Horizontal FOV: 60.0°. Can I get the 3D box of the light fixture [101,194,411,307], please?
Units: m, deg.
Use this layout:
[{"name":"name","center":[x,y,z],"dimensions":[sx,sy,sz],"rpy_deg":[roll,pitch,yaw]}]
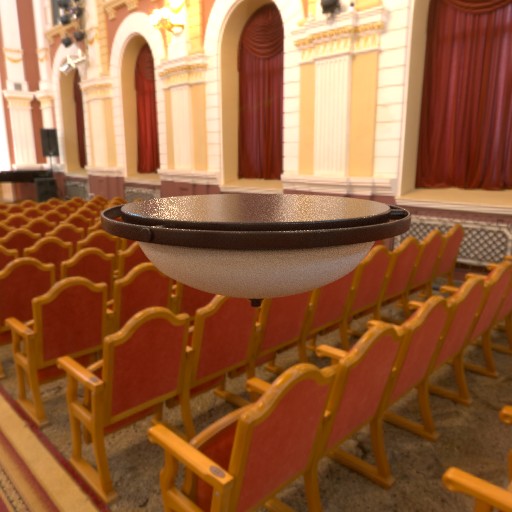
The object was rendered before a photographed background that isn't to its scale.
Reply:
[{"name":"light fixture","center":[0.000,0.000,0.556],"dimensions":[0.361,0.130,0.361],"rpy_deg":[0,13,0]}]
